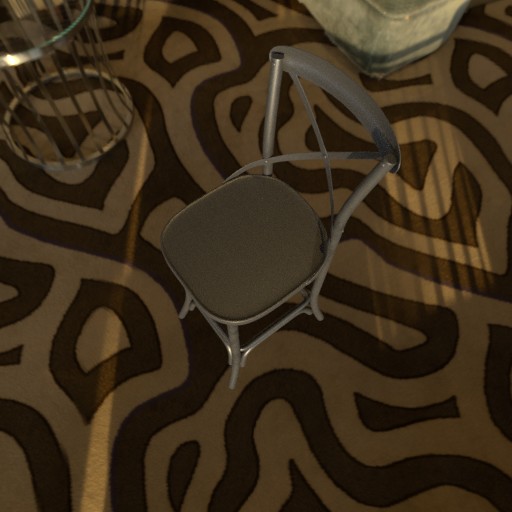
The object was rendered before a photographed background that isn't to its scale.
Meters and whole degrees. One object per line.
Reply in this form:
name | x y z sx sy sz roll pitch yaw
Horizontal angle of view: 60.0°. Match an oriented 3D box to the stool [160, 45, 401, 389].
stool | 0.000 0.000 1.480 0.584 1.168 0.457 -34 69 -15
